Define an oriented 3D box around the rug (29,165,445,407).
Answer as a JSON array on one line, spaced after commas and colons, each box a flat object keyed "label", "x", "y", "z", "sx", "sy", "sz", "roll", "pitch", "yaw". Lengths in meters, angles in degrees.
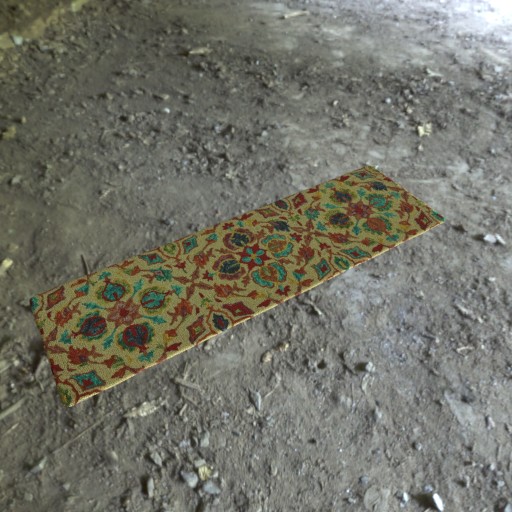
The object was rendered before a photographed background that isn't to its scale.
[{"label": "rug", "x": 0.000, "y": 0.000, "z": 2.446, "sx": 2.273, "sy": 0.016, "sz": 0.693, "roll": -24, "pitch": 50, "yaw": -22}]
